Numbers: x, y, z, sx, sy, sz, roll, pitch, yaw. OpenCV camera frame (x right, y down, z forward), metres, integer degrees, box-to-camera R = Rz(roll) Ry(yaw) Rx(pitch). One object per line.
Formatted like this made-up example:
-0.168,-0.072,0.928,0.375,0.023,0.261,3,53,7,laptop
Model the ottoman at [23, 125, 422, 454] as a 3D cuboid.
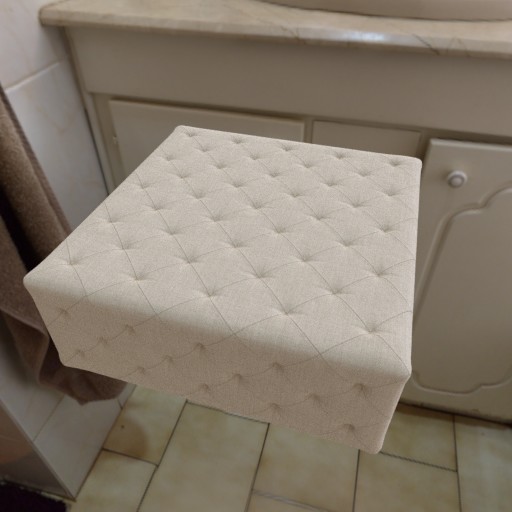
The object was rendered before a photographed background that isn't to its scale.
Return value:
0.000,0.000,1.580,1.028,0.439,1.028,11,42,13,ottoman
